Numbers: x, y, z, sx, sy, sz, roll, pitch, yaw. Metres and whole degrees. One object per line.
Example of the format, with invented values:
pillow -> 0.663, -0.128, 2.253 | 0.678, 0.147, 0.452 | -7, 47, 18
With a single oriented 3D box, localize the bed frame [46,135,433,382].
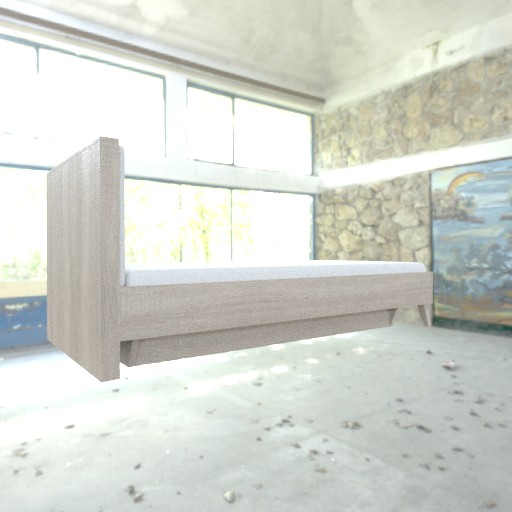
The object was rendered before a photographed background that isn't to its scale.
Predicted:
bed frame -> 0.000, 0.000, 2.675 | 2.140, 0.920, 0.990 | -1, 1, -36
